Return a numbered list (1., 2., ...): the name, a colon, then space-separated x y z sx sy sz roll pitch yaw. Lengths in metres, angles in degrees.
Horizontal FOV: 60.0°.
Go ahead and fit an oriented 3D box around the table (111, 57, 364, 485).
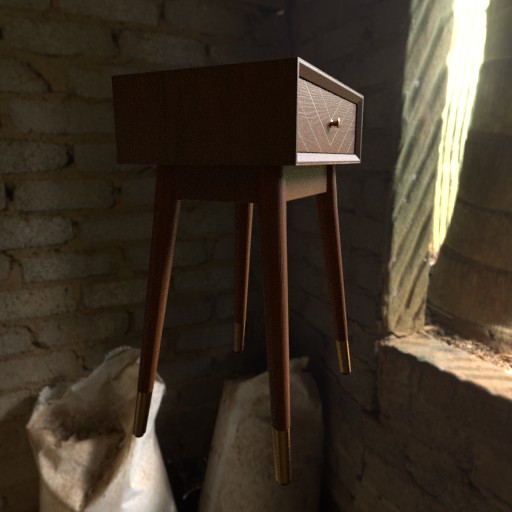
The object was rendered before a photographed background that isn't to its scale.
1. table: 0.000 0.000 0.832 0.300 0.599 0.406 6 14 24
